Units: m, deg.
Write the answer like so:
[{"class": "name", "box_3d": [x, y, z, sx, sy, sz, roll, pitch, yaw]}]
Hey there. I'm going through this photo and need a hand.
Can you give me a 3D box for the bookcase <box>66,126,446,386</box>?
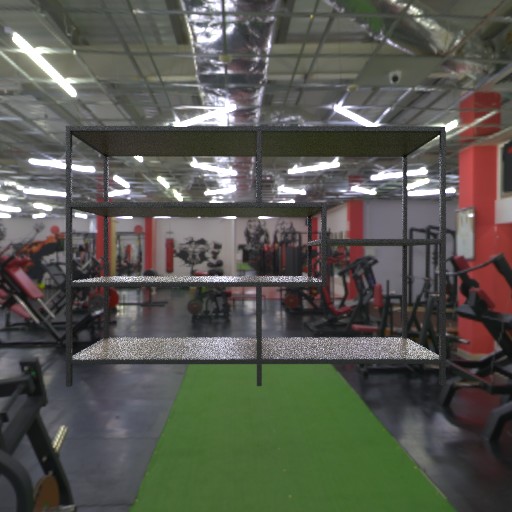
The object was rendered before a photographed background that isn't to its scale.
[{"class": "bookcase", "box_3d": [0.000, 0.000, 1.502, 1.140, 0.780, 0.350, 0, 0, 0]}]
